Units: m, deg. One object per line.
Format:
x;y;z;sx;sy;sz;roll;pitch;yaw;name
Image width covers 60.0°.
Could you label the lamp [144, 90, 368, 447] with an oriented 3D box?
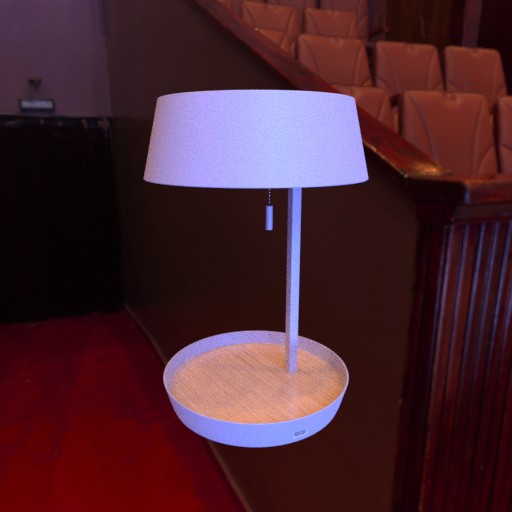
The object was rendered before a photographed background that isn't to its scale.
0.000;0.000;0.618;0.291;0.429;0.291;0;15;0;lamp
